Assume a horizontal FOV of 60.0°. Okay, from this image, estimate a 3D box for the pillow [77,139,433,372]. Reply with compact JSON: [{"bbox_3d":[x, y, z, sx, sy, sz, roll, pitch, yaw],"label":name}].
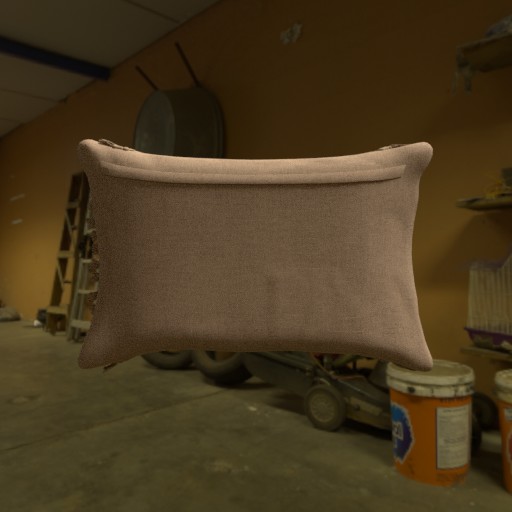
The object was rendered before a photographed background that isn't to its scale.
[{"bbox_3d":[0.000,0.000,0.579,0.466,0.305,0.084,0,-1,-1],"label":"pillow"}]
